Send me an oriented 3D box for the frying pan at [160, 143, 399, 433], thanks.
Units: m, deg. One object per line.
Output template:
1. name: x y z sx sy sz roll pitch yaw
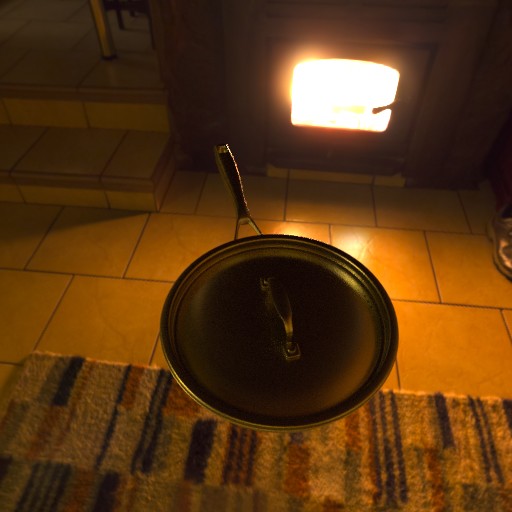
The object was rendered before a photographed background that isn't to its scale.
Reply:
1. frying pan: 0.000 0.000 0.594 0.272 0.086 0.490 -10 46 -10
